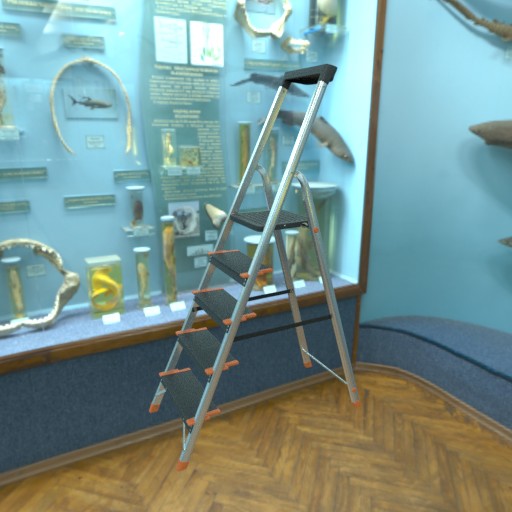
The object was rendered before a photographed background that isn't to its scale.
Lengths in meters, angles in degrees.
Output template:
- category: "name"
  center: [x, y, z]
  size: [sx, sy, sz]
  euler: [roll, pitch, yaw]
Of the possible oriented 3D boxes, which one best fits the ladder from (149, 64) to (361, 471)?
- category: "ladder"
  center: [0.000, 0.000, 2.063]
  size: [0.995, 1.646, 0.480]
  euler: [-8, 18, -26]
